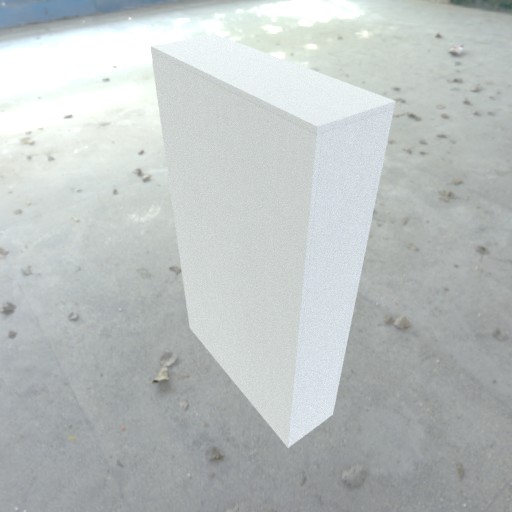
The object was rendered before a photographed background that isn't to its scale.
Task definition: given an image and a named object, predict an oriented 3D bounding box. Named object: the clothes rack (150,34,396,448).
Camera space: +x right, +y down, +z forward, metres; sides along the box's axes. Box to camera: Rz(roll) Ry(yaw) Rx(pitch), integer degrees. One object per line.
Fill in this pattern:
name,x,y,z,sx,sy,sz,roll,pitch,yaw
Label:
clothes rack,0.000,0.000,1.576,0.250,1.280,0.750,-25,46,-27
